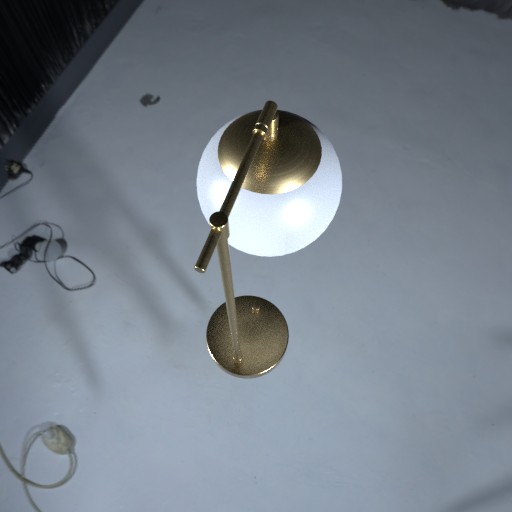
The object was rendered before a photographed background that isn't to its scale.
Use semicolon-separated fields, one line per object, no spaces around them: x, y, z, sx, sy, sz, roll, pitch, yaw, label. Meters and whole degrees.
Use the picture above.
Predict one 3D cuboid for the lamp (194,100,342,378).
0.000;0.000;0.715;0.207;0.559;0.324;17;64;8;lamp
